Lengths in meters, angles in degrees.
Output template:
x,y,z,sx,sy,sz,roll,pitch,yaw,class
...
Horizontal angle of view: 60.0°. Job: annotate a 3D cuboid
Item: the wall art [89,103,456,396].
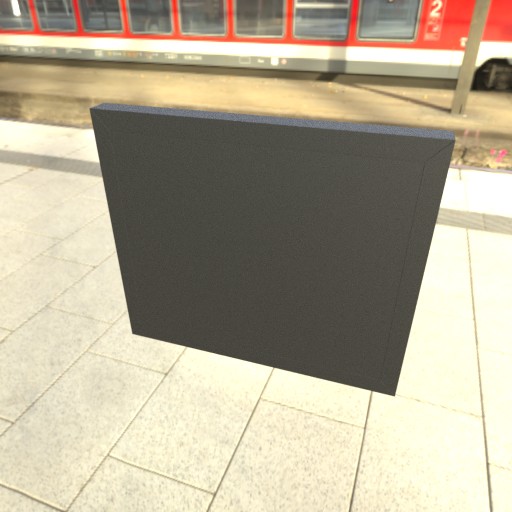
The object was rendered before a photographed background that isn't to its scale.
x,y,z,sx,sy,sz,roll,pitch,yaw,class
0.000,0.000,0.540,0.381,0.330,0.029,10,33,15,wall art
